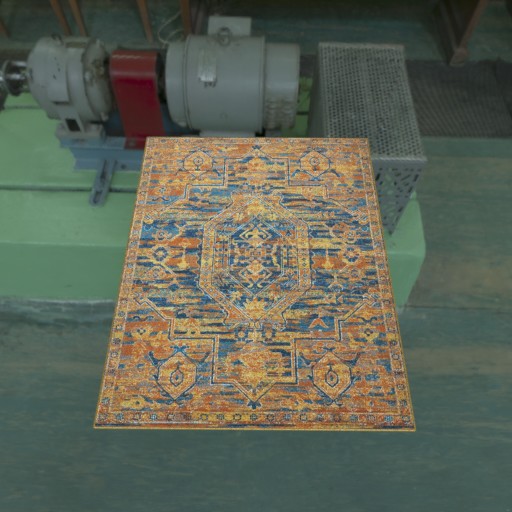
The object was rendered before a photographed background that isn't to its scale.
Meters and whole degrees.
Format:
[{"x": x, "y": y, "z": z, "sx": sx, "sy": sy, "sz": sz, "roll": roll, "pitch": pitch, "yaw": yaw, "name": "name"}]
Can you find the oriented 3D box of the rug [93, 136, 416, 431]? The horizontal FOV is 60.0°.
[{"x": 0.000, "y": 0.000, "z": 4.108, "sx": 2.435, "sy": 0.031, "sz": 3.040, "roll": 0, "pitch": 59, "yaw": 0, "name": "rug"}]
